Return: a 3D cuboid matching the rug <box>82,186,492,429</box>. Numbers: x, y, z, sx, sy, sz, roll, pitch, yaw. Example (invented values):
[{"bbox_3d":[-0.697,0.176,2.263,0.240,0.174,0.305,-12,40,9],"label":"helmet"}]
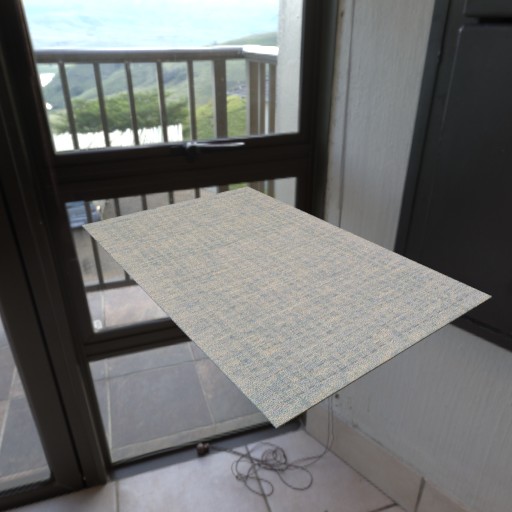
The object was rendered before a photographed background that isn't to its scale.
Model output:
[{"bbox_3d":[0.000,0.000,2.165,1.142,0.006,1.752,-19,33,-32],"label":"rug"}]
